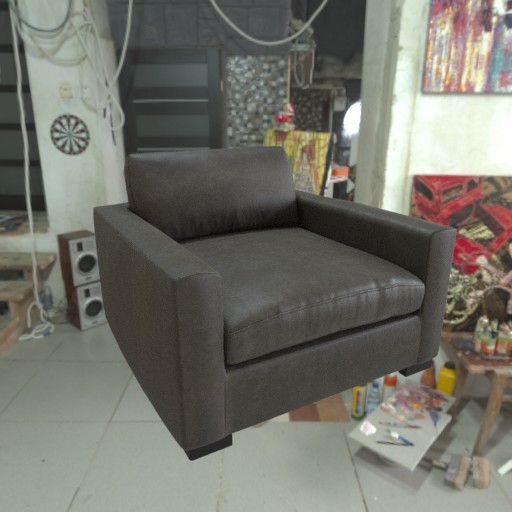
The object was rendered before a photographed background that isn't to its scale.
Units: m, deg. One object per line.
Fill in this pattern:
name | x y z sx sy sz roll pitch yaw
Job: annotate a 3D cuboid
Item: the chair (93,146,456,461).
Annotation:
chair | 0.000 0.000 1.796 1.106 0.807 1.080 -10 20 -28
